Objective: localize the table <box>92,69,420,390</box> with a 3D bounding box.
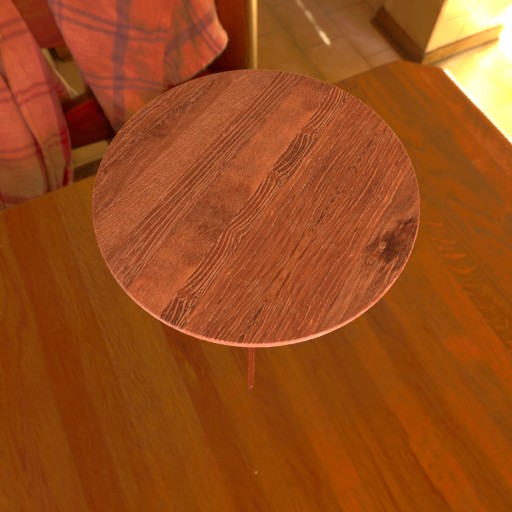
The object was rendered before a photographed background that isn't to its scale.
[{"bbox_3d":[0.000,0.000,0.906,0.500,0.500,0.500,0,64,0],"label":"table"}]
